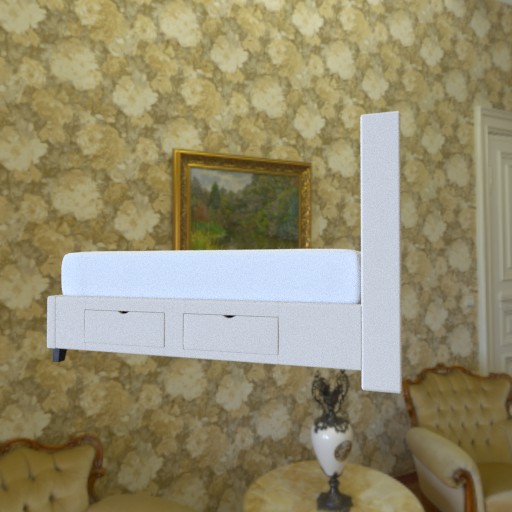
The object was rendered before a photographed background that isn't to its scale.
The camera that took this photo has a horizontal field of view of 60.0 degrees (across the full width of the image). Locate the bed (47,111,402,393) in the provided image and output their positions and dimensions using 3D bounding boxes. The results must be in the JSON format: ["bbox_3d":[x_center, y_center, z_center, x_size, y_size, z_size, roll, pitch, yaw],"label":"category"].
[{"bbox_3d":[0.000,0.000,3.657,2.293,1.471,2.145,0,-1,18],"label":"bed"}]
